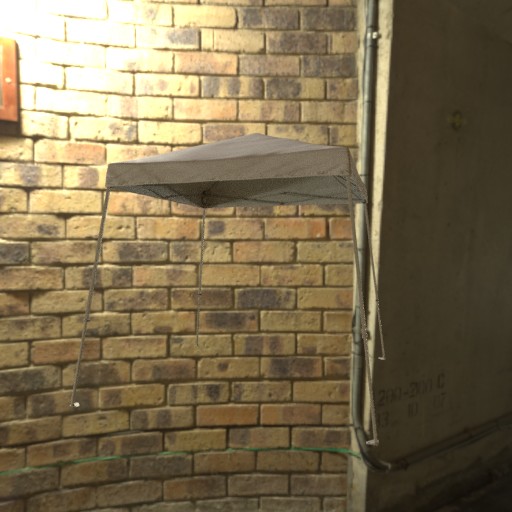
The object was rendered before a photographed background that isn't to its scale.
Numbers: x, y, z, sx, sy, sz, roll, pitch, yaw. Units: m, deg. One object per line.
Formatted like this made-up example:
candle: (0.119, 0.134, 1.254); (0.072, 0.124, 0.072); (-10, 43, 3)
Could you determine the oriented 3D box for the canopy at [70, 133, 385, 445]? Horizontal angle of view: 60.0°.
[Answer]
canopy: (0.000, 0.000, 6.512); (3.600, 3.600, 3.599); (0, 1, 17)
